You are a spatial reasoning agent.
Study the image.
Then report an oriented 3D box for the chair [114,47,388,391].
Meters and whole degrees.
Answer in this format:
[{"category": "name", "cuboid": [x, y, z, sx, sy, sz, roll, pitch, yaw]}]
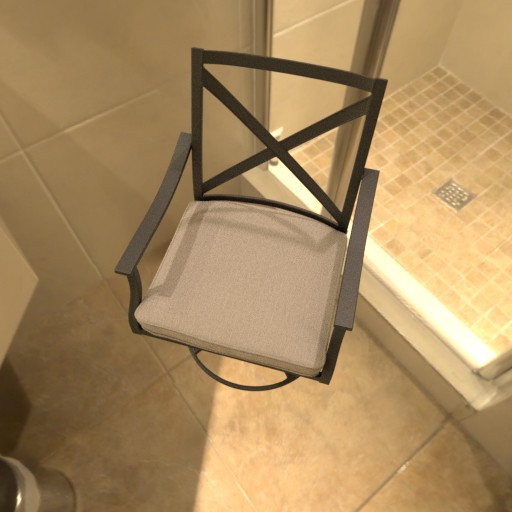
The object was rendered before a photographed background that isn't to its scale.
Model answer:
[{"category": "chair", "cuboid": [0.000, 0.000, 1.305, 0.575, 0.889, 0.620, 13, 59, 8]}]
